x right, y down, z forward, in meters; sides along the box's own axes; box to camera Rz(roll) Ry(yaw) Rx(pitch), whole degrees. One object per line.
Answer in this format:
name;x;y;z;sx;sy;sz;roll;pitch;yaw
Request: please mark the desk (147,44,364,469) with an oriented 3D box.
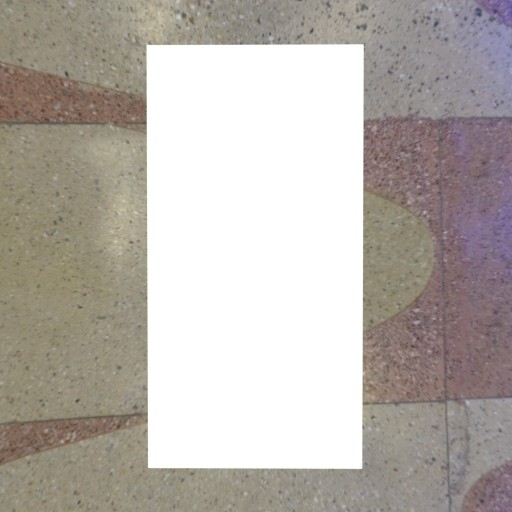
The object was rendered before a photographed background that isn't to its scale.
desk;0.000;0.000;1.515;0.560;0.730;1.100;0;91;0
